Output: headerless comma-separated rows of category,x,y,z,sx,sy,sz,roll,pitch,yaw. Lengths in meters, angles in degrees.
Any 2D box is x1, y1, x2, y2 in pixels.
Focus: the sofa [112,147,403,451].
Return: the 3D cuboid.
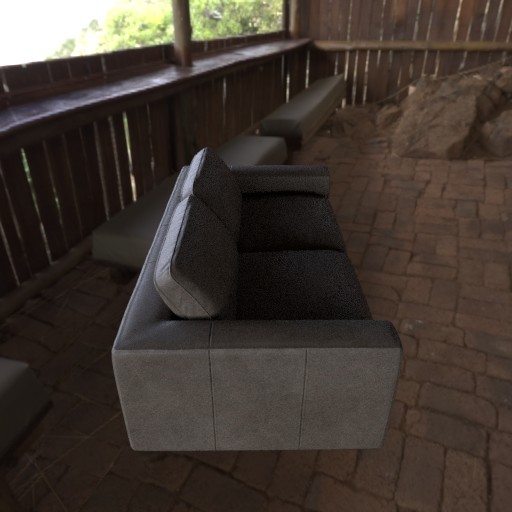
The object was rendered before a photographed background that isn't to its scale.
sofa,0.000,0.000,2.449,1.070,0.800,1.920,0,31,0
